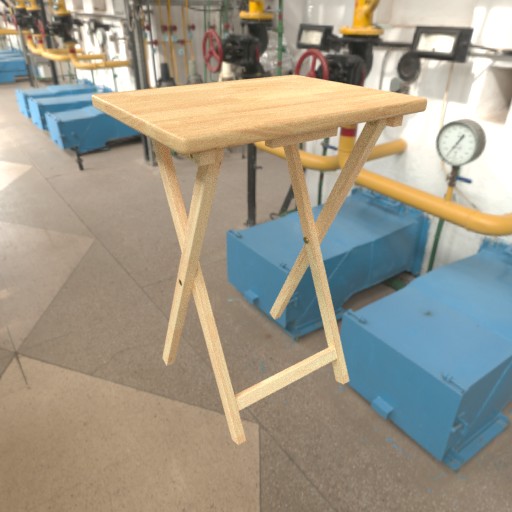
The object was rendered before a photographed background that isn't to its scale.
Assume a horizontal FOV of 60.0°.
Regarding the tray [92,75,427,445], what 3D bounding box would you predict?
[{"bbox_3d":[0.000,0.000,0.960,0.483,0.660,0.381,-19,34,-29],"label":"tray"}]
